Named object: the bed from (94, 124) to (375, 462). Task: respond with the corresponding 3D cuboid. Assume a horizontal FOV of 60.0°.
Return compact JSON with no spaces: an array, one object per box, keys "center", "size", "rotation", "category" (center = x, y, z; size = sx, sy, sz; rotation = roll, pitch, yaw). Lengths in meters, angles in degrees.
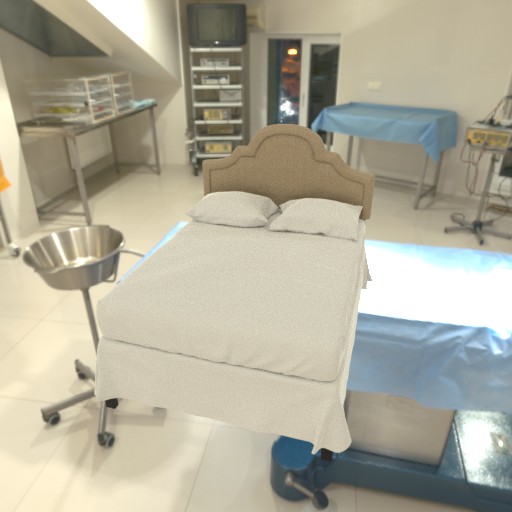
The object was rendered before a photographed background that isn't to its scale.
[{"center":[0.000,0.000,3.382],"size":[1.780,1.634,2.222],"rotation":[8,28,15],"category":"bed"}]
